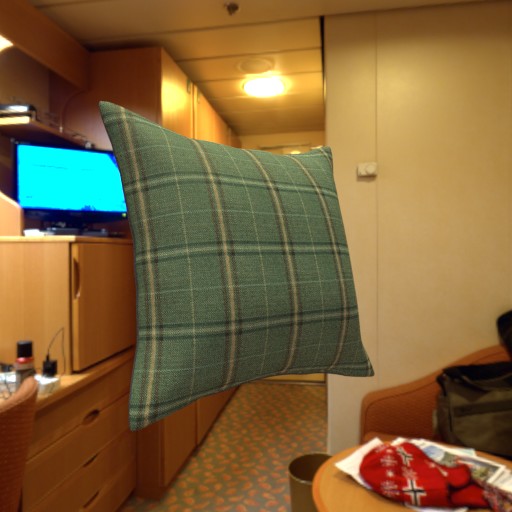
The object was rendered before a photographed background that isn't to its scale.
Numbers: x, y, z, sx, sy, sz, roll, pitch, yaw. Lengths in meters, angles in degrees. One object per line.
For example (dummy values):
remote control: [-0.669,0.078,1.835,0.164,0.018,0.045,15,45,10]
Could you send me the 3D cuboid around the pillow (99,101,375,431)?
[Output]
pillow: [0.000,0.000,0.699,0.453,0.430,0.200,0,0,-37]
